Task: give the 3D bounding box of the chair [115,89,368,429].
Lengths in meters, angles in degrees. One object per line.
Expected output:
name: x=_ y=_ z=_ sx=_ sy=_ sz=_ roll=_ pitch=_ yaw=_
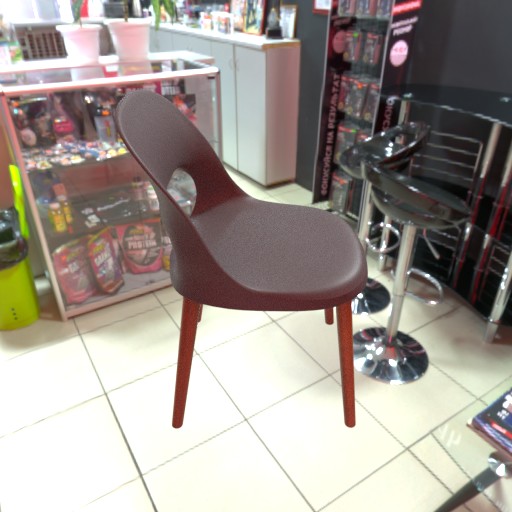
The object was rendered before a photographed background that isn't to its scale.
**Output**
chair: x=0.000 y=0.000 z=1.145 sx=0.556 sy=0.795 sz=0.470 roll=0 pitch=32 yaw=0
